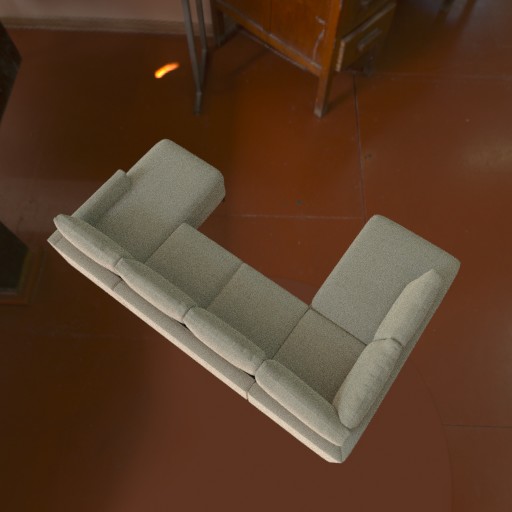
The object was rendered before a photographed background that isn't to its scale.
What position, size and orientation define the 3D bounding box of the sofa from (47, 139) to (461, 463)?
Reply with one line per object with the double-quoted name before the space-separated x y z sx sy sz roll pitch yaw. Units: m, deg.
"sofa" 0.000 0.000 3.870 2.984 0.862 1.989 34 70 14
